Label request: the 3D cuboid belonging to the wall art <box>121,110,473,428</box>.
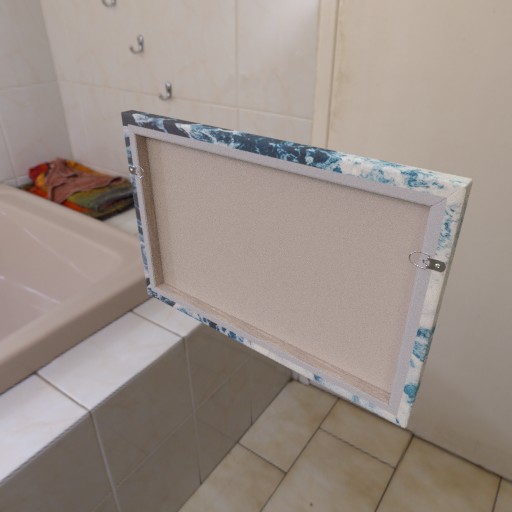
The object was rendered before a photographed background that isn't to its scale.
[{"bbox_3d":[0.000,0.000,1.144,0.915,0.610,0.042,21,36,32],"label":"wall art"}]
